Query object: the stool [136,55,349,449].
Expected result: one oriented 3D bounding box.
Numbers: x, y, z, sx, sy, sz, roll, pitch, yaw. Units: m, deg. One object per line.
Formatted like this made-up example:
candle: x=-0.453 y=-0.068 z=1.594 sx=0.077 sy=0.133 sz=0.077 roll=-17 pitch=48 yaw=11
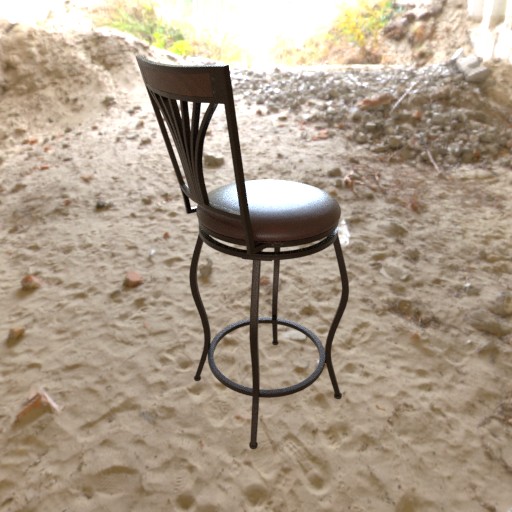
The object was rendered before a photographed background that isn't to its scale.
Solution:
stool: x=0.000 y=0.000 z=1.356 sx=0.514 sy=1.117 sz=0.433 roll=-18 pitch=32 yaw=-31
